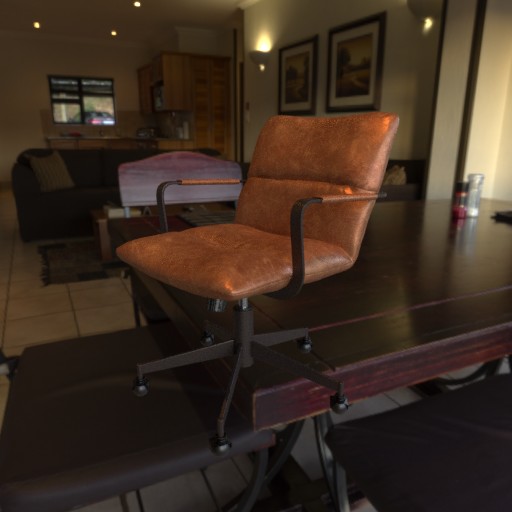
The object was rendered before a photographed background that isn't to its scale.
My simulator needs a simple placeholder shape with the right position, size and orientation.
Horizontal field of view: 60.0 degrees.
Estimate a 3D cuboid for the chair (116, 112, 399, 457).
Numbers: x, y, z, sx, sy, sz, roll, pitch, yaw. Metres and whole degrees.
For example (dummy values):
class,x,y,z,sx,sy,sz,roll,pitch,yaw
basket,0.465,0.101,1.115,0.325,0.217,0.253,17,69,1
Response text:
class,x,y,z,sx,sy,sz,roll,pitch,yaw
chair,0.000,0.000,1.476,0.727,0.922,0.754,15,21,43
